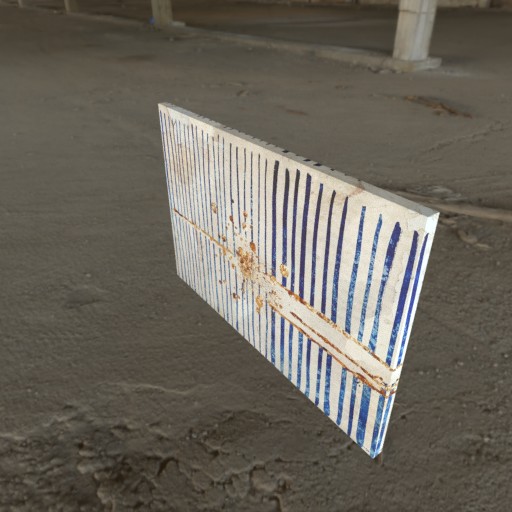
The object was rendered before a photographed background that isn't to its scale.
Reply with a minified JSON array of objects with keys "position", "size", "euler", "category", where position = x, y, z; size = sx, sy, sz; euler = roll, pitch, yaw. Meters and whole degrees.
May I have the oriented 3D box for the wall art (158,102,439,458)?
[{"position":[0.000,0.000,1.441],"size":[0.038,0.757,1.143],"euler":[-22,38,-31],"category":"wall art"}]
